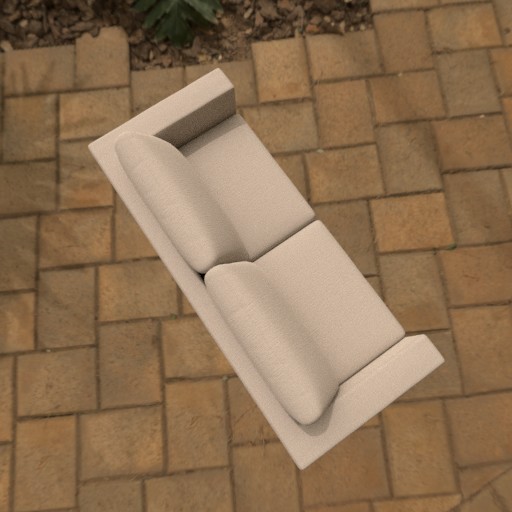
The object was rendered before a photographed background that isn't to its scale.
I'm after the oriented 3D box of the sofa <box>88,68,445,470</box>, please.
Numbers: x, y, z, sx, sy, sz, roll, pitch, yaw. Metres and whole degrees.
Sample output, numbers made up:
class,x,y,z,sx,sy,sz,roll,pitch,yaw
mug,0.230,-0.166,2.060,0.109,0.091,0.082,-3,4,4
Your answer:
class,x,y,z,sx,sy,sz,roll,pitch,yaw
sofa,0.000,0.000,2.643,0.954,0.881,2.163,-34,79,-8
